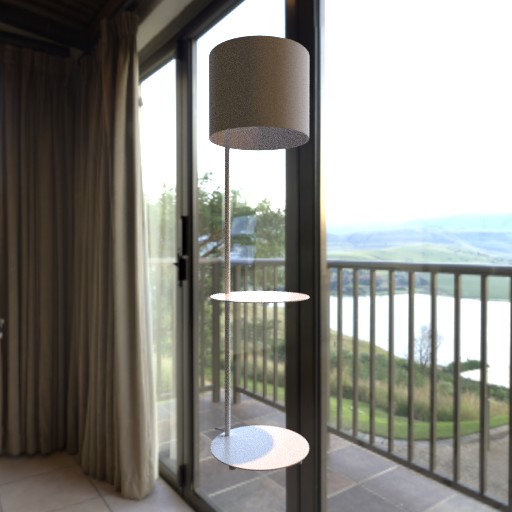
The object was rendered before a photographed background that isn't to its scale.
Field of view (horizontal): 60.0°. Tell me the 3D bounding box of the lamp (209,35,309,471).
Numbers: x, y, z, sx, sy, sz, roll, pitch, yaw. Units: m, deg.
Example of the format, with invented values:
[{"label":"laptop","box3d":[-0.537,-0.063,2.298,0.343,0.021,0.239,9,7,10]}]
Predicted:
[{"label":"lamp","box3d":[0.000,0.000,1.668,0.405,1.465,0.372,1,1,36]}]
